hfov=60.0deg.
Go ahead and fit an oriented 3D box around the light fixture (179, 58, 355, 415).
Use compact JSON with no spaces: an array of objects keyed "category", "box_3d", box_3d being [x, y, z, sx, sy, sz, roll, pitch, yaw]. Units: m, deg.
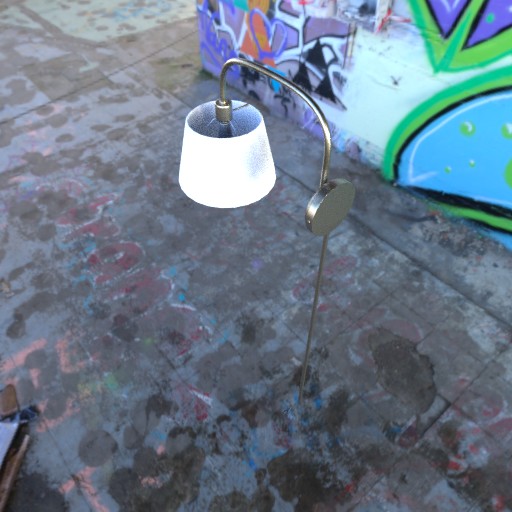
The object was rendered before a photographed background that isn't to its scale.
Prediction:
[{"category":"light fixture","box_3d":[0.000,0.000,0.459,0.092,0.399,0.176,-32,55,-26]}]
